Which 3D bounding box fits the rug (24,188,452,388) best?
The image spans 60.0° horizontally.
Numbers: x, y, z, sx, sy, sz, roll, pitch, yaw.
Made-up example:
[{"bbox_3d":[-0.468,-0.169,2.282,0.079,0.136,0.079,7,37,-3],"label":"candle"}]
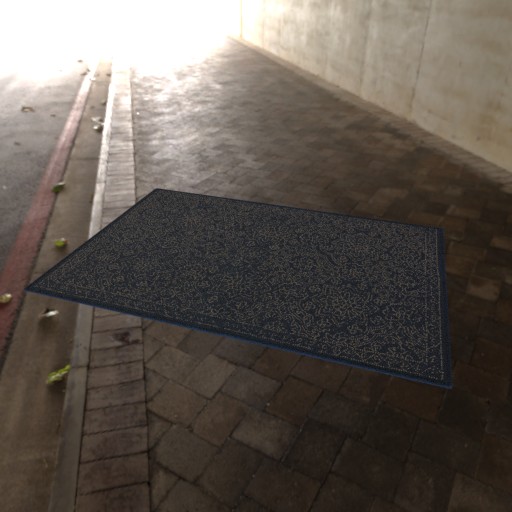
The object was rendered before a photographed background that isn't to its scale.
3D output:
[{"bbox_3d":[0.000,0.000,2.261,1.829,0.010,1.219,10,33,15],"label":"rug"}]
